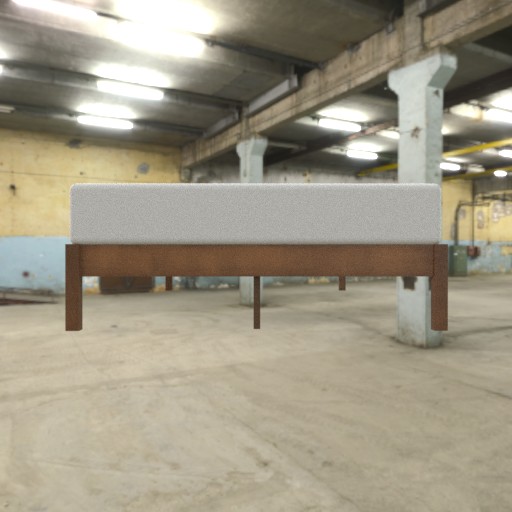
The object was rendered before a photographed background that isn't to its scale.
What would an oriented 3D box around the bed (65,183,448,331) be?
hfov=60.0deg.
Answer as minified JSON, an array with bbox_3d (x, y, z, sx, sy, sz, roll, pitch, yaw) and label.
[{"bbox_3d":[0.000,0.000,2.791,1.529,0.593,2.050,0,0,0],"label":"bed"}]
